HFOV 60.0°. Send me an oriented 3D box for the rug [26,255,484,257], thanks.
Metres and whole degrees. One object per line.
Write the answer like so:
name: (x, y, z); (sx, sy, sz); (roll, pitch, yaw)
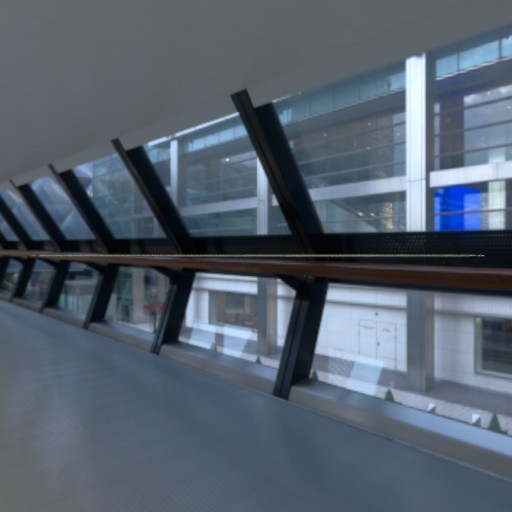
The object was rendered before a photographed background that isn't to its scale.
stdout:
rug: (0.000, 0.000, 2.344); (1.802, 0.008, 1.247); (0, 0, 1)
